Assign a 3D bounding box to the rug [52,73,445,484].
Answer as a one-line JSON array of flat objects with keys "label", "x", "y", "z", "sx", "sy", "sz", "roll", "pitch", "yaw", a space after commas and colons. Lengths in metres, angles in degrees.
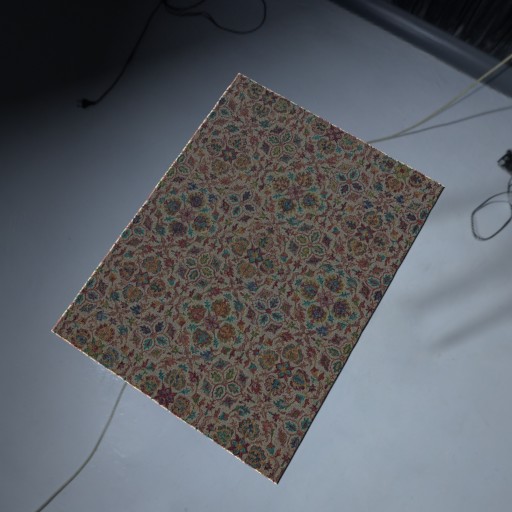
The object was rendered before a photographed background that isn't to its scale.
[{"label": "rug", "x": 0.000, "y": 0.000, "z": 4.251, "sx": 2.446, "sy": 0.020, "sz": 3.215, "roll": 31, "pitch": 78, "yaw": 7}]
